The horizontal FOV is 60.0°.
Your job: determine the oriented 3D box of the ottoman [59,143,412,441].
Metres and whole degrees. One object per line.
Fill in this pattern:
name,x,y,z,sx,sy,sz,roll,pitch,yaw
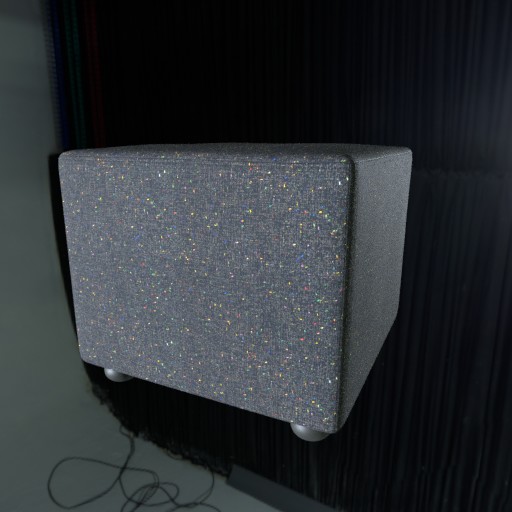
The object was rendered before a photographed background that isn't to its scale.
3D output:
ottoman,0.000,0.000,0.879,0.508,0.432,0.508,7,17,25
